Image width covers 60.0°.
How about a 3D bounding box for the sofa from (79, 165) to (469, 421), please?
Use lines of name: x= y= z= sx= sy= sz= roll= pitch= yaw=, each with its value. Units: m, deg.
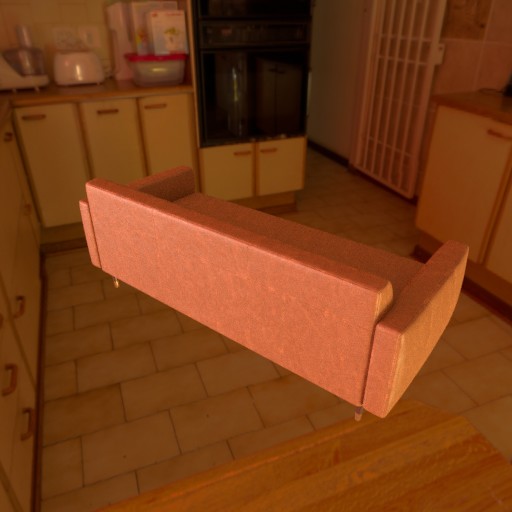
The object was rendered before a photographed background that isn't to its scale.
sofa: x=0.000 y=0.000 z=2.785 sx=2.291 sy=0.821 sz=0.990 roll=21 pitch=36 yaw=32
